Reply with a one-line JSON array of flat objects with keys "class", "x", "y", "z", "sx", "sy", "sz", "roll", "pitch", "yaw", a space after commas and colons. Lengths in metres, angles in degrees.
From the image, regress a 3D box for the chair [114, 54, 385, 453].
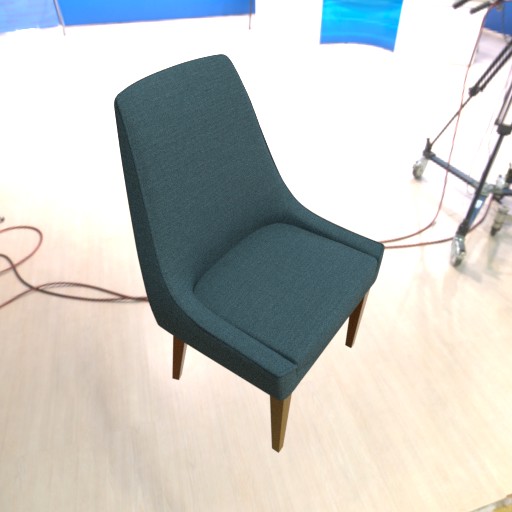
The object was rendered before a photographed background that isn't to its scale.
[{"class": "chair", "x": 0.000, "y": 0.000, "z": 1.167, "sx": 0.544, "sy": 0.861, "sz": 0.529, "roll": 25, "pitch": 47, "yaw": 26}]
